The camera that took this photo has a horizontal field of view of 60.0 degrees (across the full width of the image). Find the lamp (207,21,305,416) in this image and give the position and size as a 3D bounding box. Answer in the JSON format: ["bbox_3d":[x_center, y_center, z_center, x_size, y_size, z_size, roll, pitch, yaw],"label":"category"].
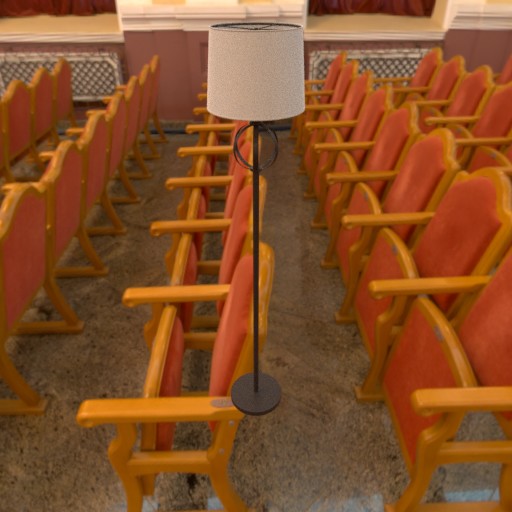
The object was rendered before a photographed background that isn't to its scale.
[{"bbox_3d":[0.000,0.000,1.580,0.286,1.462,0.286,0,32,-1],"label":"lamp"}]
